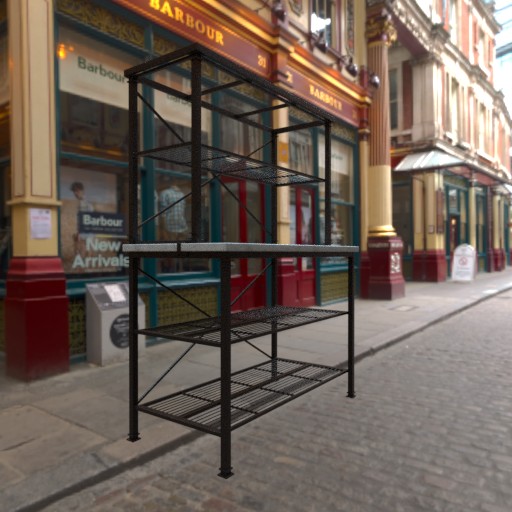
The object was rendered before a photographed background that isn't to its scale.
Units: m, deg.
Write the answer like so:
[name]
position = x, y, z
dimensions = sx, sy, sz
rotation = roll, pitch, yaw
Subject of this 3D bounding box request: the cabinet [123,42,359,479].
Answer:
[cabinet]
position = 0.000, 0.000, 2.286
dimensions = 0.610, 1.659, 1.210
rotation = 0, 0, 36
